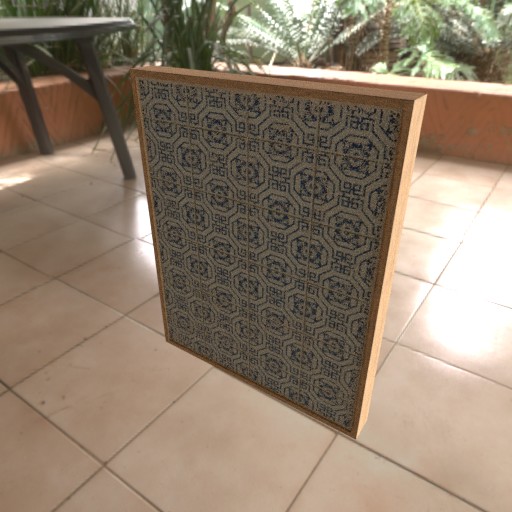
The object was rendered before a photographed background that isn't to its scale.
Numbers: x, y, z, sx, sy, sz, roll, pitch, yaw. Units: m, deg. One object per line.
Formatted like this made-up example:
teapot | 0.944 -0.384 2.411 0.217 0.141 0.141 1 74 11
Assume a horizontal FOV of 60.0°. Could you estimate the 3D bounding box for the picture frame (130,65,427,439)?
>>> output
picture frame | 0.000 0.000 0.702 0.421 0.526 0.046 19 35 29
